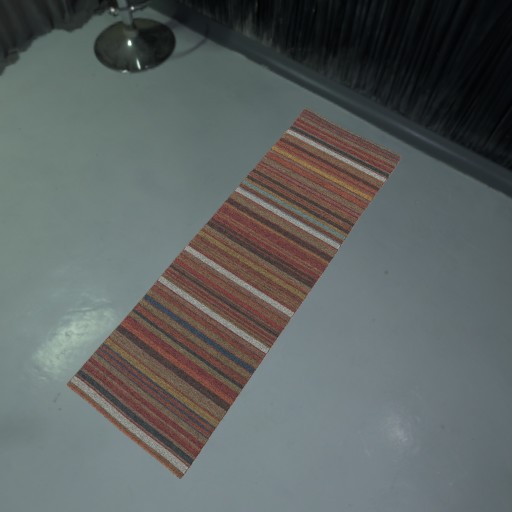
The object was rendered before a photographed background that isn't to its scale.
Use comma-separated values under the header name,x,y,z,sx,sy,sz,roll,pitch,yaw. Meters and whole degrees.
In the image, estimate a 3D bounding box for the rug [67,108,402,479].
name,x,y,z,sx,sy,sz,roll,pitch,yaw
rug,0.000,0.000,2.729,0.799,0.030,2.444,32,67,15
